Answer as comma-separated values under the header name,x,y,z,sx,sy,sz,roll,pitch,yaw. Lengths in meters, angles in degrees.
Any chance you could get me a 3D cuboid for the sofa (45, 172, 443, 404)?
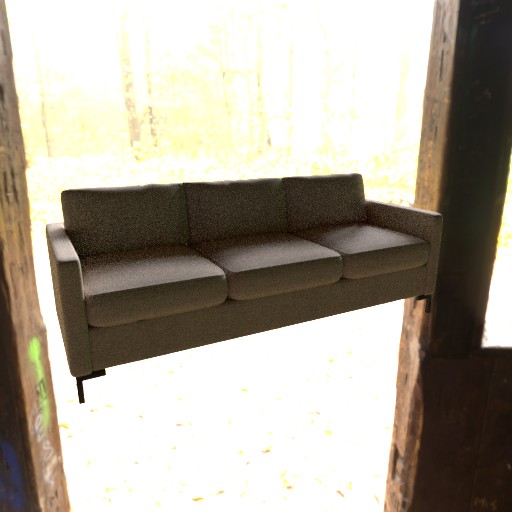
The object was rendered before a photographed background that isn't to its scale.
name,x,y,z,sx,sy,sz,roll,pitch,yaw
sofa,0.000,0.000,2.658,2.218,0.874,0.859,-8,18,-26
